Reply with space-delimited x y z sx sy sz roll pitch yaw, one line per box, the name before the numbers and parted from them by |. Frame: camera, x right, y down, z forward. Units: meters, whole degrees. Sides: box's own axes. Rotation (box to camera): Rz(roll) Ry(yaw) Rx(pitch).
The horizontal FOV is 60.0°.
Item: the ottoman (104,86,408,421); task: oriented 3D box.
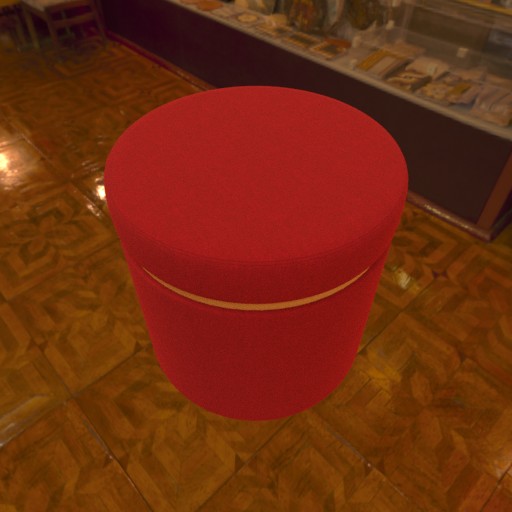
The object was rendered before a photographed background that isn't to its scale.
ottoman | 0.000 0.000 0.729 0.400 0.406 0.400 0 47 0
